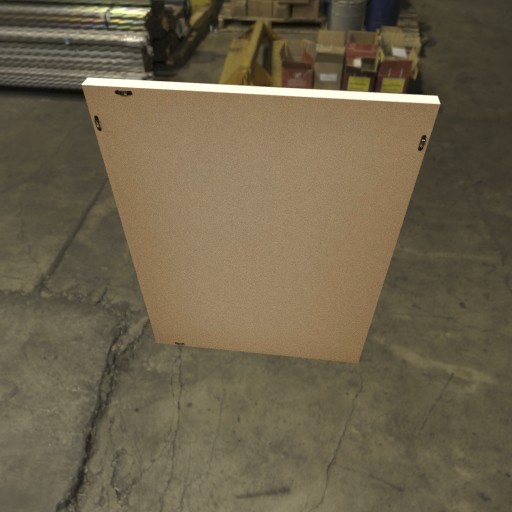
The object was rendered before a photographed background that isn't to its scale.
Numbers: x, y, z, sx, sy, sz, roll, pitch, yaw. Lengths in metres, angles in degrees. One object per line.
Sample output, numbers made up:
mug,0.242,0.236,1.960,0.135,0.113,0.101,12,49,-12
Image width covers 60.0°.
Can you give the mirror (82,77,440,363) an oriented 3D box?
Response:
mirror,0.000,0.000,1.311,0.762,1.016,0.040,5,46,5
